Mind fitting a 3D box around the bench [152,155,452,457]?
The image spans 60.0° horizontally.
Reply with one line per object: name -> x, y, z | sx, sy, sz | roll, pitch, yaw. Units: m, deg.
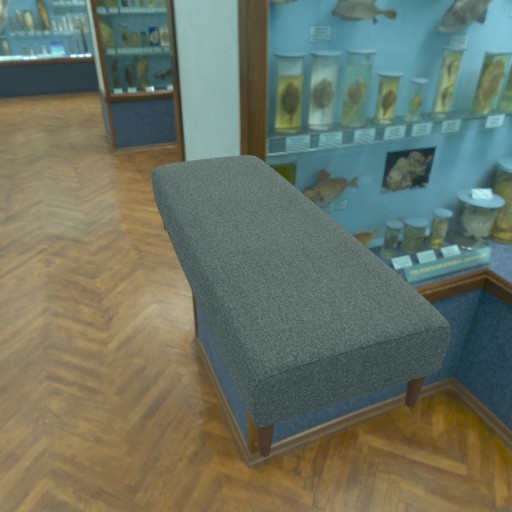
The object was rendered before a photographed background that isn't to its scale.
bench -> 0.000, 0.000, 1.868 | 0.631, 0.384, 1.598 | -11, 32, -17
